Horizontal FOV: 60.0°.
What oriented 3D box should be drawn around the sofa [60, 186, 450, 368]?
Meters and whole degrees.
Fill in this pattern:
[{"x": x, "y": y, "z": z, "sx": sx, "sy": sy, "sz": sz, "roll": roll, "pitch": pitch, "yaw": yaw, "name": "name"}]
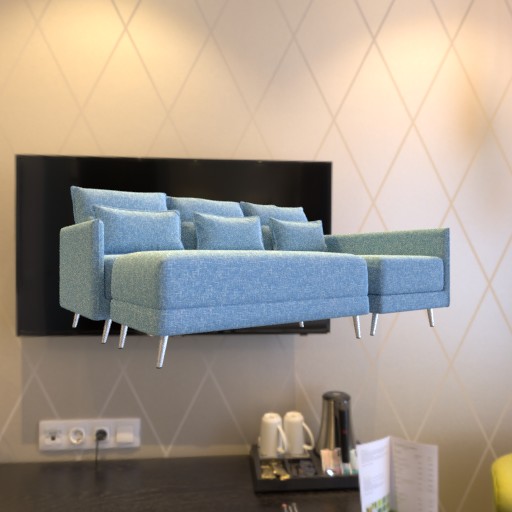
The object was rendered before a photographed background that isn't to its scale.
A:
[{"x": 0.000, "y": 0.000, "z": 2.794, "sx": 2.034, "sy": 0.899, "sz": 1.420, "roll": 0, "pitch": 0, "yaw": -35, "name": "sofa"}]
